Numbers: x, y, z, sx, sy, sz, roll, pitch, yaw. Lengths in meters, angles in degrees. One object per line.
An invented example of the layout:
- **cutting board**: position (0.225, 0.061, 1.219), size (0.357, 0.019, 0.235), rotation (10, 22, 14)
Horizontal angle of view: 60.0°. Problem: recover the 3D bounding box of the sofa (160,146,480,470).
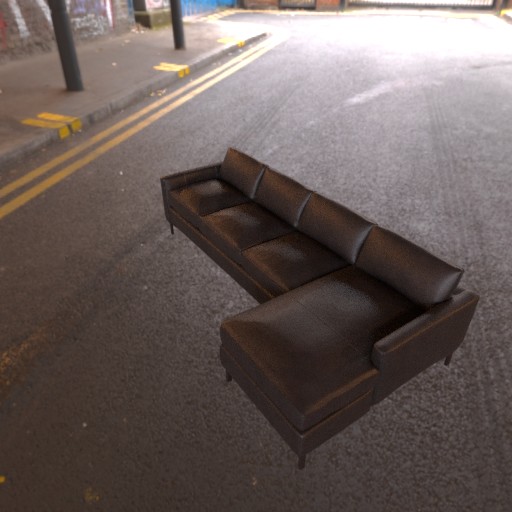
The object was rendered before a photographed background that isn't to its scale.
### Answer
- **sofa**: position (0.000, 0.000, 3.641), size (1.471, 0.859, 2.993), rotation (-21, 38, -28)
